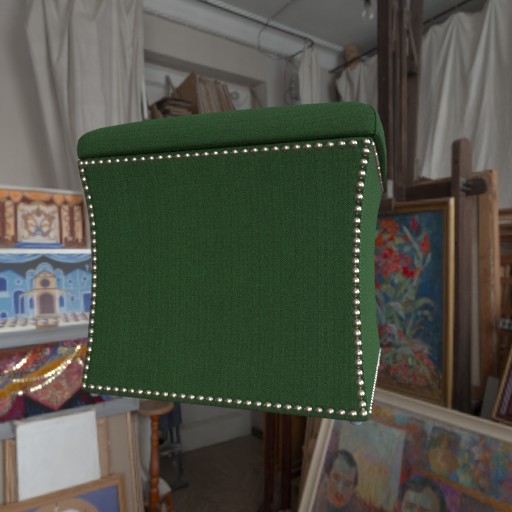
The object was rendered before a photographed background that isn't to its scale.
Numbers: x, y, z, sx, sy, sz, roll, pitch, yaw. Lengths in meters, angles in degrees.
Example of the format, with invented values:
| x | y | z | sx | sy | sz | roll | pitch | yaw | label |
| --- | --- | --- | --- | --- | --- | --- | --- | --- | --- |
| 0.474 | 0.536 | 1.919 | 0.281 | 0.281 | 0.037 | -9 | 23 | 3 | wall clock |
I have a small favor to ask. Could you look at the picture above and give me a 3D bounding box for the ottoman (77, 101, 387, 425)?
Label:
| x | y | z | sx | sy | sz | roll | pitch | yaw | label |
| --- | --- | --- | --- | --- | --- | --- | --- | --- | --- |
| 0.000 | 0.000 | 0.895 | 0.507 | 0.475 | 0.497 | 0 | 0 | 17 | ottoman |
